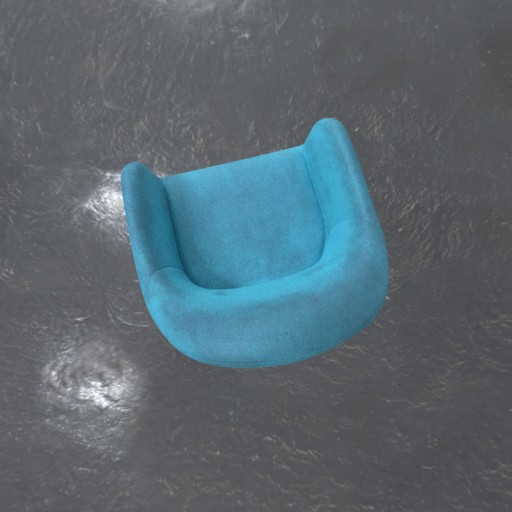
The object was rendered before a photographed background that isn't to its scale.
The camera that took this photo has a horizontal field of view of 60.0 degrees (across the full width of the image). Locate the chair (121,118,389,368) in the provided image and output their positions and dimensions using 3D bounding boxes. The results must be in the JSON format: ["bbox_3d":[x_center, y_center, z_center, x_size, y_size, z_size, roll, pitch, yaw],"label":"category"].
[{"bbox_3d":[0.000,0.000,1.167,0.540,0.780,0.570,-14,76,-3],"label":"chair"}]
